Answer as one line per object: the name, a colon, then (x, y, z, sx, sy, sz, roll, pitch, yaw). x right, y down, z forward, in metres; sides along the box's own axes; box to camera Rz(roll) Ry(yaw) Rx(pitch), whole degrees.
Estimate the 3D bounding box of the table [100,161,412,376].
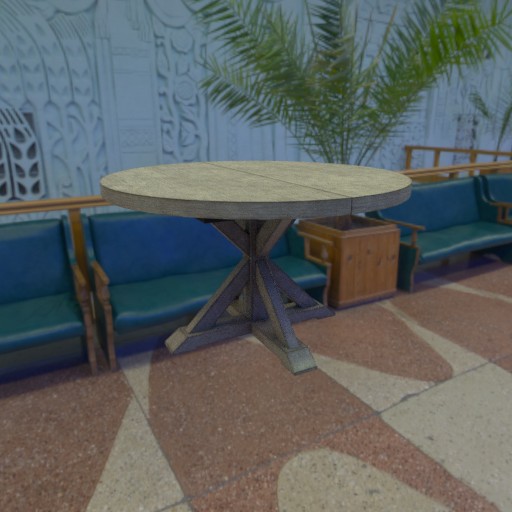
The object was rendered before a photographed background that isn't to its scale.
table: (0.000, 0.000, 2.151, 1.363, 0.781, 1.363, 0, 17, 0)
